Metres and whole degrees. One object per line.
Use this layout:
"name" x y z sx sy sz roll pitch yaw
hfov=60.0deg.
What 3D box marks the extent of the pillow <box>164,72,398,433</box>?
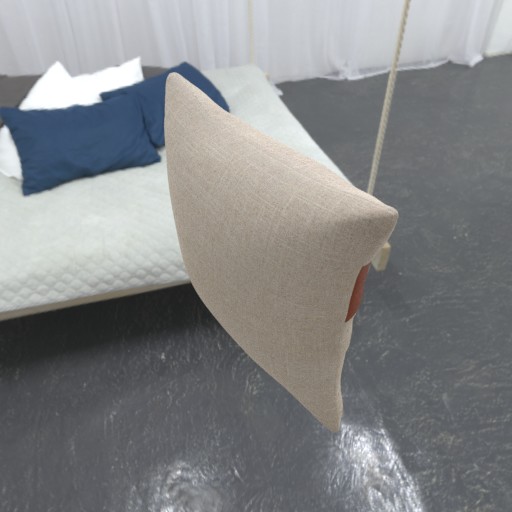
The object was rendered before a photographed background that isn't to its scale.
"pillow" 0.000 0.000 0.634 0.173 0.399 0.414 -25 48 -26
